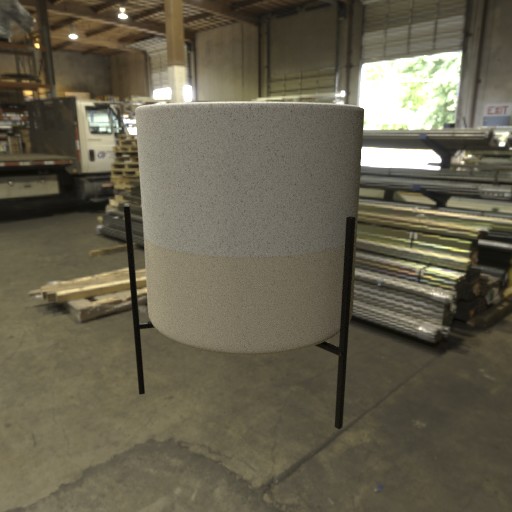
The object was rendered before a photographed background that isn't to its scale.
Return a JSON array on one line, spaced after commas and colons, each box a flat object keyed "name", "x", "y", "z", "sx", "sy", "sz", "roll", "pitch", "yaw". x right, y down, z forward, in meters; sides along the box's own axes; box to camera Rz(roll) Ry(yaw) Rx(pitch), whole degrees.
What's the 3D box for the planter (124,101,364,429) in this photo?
[{"name": "planter", "x": 0.000, "y": 0.000, "z": 0.664, "sx": 0.313, "sy": 0.423, "sz": 0.335, "roll": -15, "pitch": 22, "yaw": -43}]
